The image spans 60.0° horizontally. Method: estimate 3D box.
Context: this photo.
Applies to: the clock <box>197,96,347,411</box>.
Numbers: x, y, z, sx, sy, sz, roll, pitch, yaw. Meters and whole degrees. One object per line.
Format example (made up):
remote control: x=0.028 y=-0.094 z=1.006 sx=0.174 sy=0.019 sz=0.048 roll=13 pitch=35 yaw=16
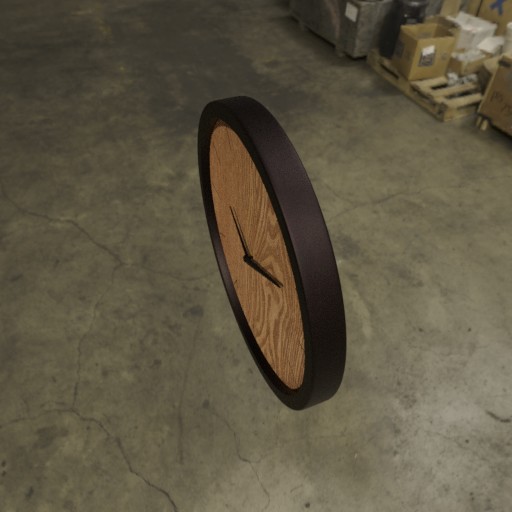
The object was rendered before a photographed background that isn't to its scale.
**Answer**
clock: x=0.000 y=0.000 z=0.460 sx=0.029 sy=0.314 sz=0.314 roll=-16 pitch=48 yaw=-15
